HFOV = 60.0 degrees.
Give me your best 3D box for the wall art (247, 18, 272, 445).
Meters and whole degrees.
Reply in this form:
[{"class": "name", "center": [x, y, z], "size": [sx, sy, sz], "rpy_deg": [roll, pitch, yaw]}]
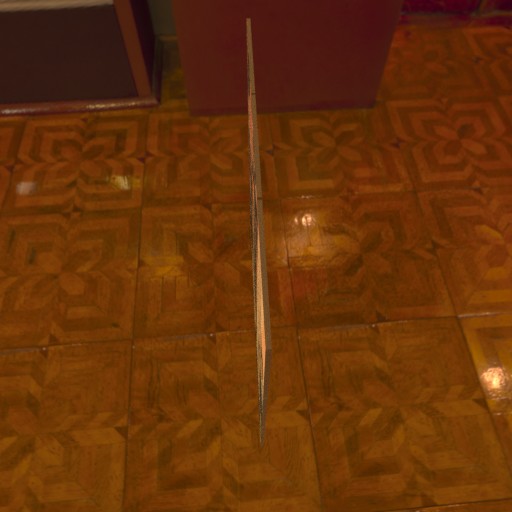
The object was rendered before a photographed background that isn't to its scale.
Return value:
[{"class": "wall art", "center": [0.000, 0.000, 1.759], "size": [0.013, 1.216, 1.216], "rpy_deg": [-2, 58, -1]}]
